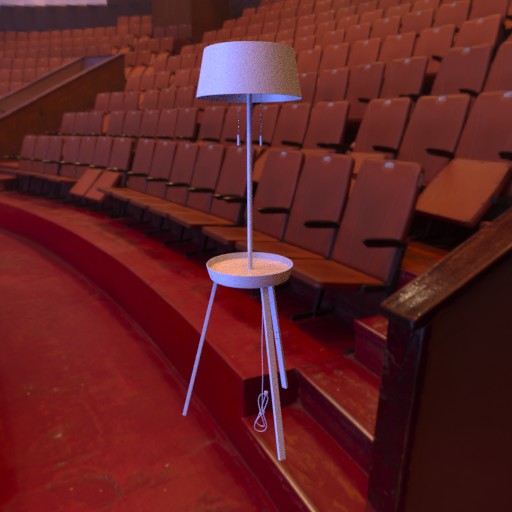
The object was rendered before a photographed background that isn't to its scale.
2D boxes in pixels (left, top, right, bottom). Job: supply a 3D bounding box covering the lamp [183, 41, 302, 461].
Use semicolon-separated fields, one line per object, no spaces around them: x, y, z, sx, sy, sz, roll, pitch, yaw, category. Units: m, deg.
0.000;0.000;1.632;0.508;1.429;0.468;-7;17;-25;lamp
